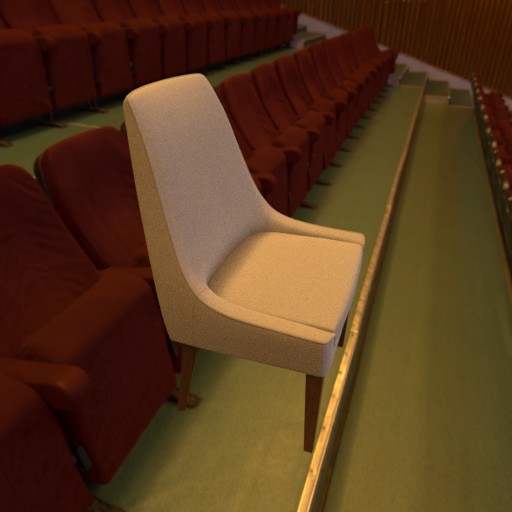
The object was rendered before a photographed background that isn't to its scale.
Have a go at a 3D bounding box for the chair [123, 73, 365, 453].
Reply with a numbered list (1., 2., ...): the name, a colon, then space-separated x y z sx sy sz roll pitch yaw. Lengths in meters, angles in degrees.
1. chair: 0.000 0.000 1.199 0.544 0.861 0.529 10 32 17
